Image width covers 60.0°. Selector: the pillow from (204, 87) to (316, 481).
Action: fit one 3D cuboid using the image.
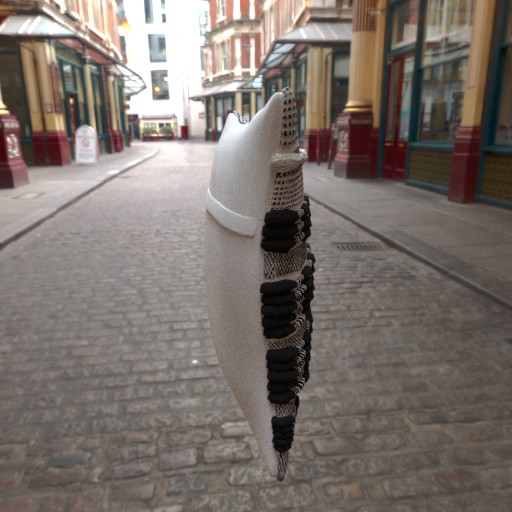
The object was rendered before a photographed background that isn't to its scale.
[{"bbox_3d":[0.000,0.000,0.669,0.156,0.438,0.436,-2,16,-9],"label":"pillow"}]
